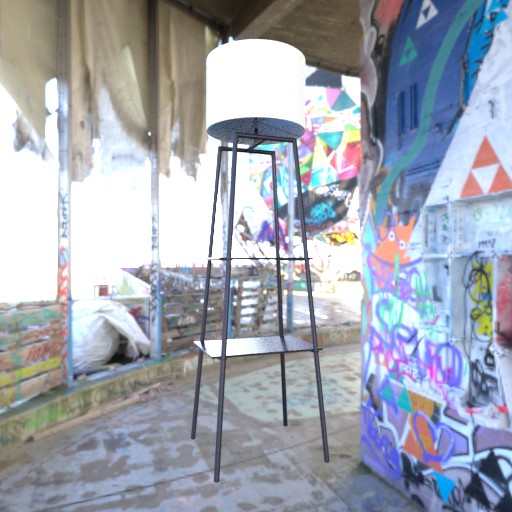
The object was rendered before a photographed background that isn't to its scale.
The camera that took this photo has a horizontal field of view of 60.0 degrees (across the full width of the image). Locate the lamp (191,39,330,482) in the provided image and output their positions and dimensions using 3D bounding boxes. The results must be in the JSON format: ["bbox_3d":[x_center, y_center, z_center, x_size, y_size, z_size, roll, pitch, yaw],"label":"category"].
[{"bbox_3d":[0.000,0.000,1.690,0.427,1.474,0.384,0,0,-20],"label":"lamp"}]
